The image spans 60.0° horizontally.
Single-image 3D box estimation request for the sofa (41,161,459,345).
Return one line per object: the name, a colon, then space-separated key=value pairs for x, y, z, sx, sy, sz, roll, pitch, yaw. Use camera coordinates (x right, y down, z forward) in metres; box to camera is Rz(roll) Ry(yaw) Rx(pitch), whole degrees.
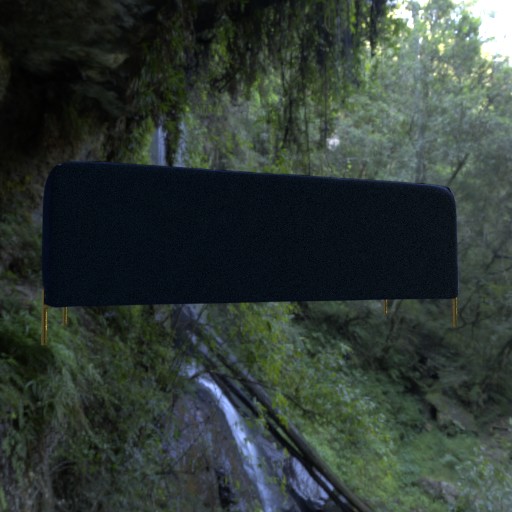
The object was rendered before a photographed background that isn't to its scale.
sofa: x=0.000 y=0.000 z=2.541 sx=2.136 sy=0.793 sz=0.896 roll=1 pitch=-2 yaw=-17
